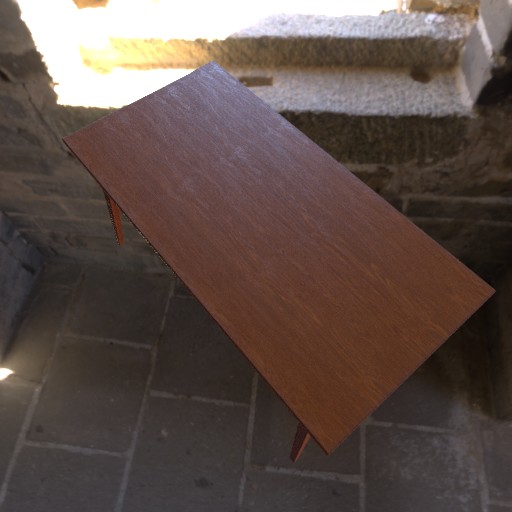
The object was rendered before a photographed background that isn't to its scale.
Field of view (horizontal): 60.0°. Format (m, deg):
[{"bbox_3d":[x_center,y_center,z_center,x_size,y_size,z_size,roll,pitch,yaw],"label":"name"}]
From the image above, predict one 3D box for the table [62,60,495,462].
[{"bbox_3d":[0.000,0.000,2.030,0.811,0.755,1.609,-36,66,-19],"label":"table"}]
